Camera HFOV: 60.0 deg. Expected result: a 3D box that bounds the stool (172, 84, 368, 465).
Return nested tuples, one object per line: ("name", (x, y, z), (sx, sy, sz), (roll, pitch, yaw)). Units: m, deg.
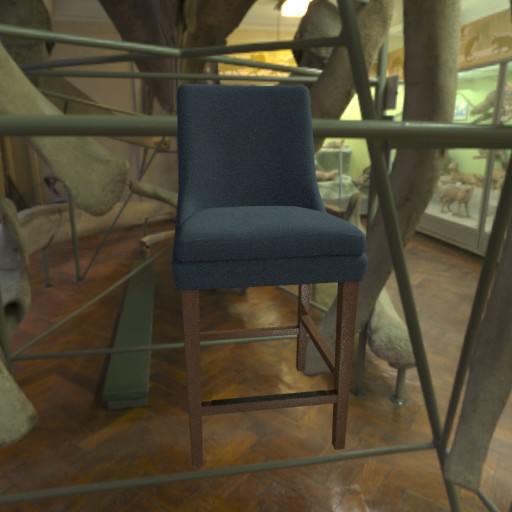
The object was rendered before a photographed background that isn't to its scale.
("stool", (0.000, 0.000, 1.298), (0.470, 0.981, 0.577), (-2, 16, -8))
